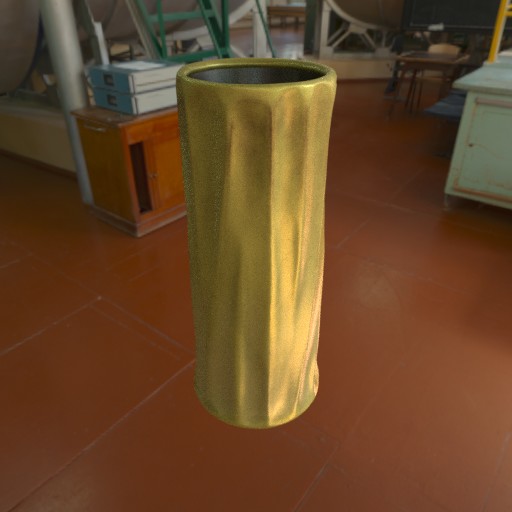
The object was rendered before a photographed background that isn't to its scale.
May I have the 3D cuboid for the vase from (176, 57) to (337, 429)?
[{"bbox_3d":[0.000,0.000,0.181,0.061,0.143,0.061,0,32,0],"label":"vase"}]
